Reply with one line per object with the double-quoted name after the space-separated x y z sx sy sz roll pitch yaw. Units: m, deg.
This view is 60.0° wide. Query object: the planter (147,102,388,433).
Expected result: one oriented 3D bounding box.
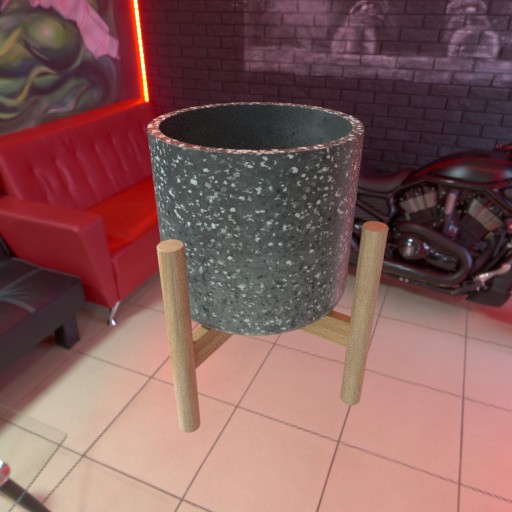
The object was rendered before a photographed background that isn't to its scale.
0.000 0.000 0.542 0.284 0.320 0.284 -18 34 -29 "planter"
